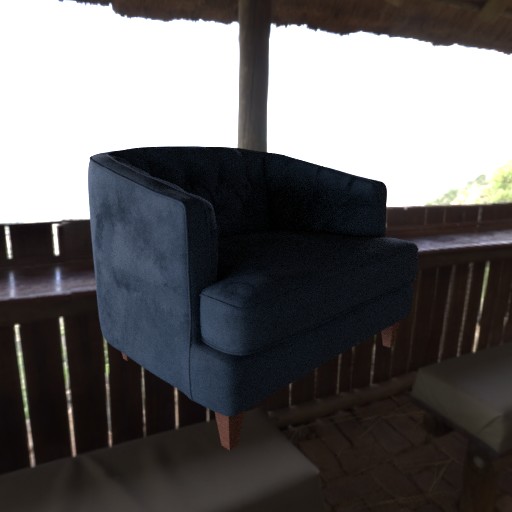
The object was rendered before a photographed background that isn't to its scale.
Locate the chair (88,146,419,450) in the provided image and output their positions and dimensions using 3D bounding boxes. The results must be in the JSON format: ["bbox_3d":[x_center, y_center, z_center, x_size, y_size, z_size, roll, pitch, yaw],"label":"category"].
[{"bbox_3d":[0.000,0.000,1.759,0.940,0.852,1.094,13,19,43],"label":"chair"}]
